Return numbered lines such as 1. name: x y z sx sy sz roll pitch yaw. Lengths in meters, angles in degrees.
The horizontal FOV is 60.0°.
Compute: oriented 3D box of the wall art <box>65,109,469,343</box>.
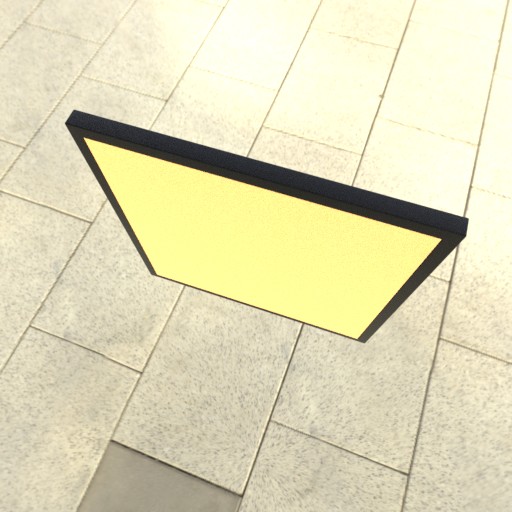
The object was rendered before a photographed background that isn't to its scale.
1. wall art: 0.000 0.000 1.143 0.755 0.761 0.038 17 67 8
